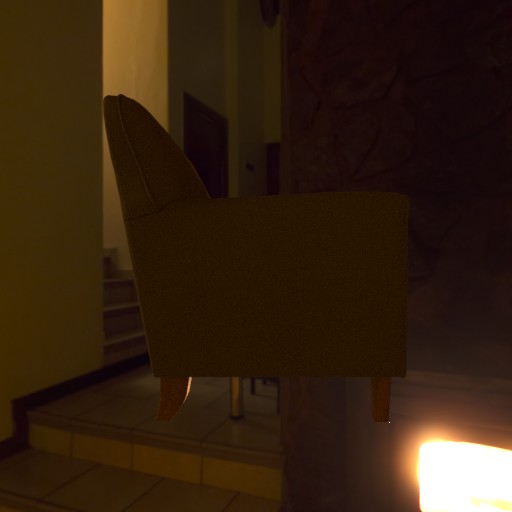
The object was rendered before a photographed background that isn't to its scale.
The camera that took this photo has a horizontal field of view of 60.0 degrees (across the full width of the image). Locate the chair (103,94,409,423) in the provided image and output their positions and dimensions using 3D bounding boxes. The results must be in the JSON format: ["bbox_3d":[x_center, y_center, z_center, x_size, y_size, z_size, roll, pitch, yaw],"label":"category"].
[{"bbox_3d":[0.000,0.000,1.587,0.831,0.911,0.836,0,0,2],"label":"chair"}]
